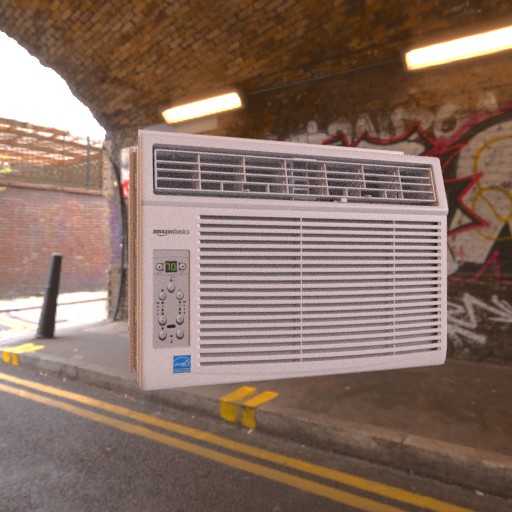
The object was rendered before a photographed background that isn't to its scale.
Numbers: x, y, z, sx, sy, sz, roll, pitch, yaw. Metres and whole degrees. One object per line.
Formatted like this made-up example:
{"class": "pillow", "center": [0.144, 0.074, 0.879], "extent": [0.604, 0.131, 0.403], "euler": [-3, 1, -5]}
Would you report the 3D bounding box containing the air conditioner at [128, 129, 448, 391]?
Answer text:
{"class": "air conditioner", "center": [0.000, 0.000, 0.899], "extent": [0.503, 0.388, 0.546], "euler": [0, 0, -18]}
